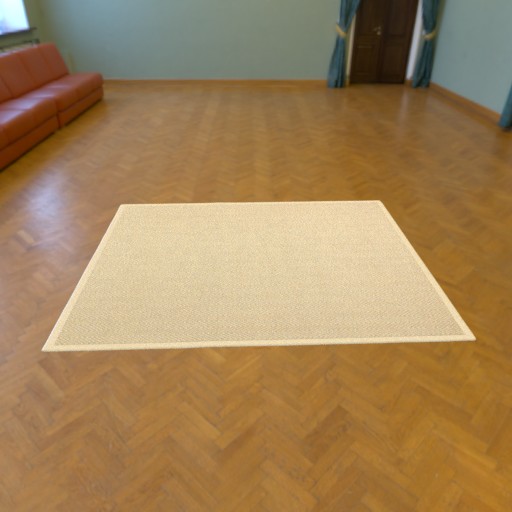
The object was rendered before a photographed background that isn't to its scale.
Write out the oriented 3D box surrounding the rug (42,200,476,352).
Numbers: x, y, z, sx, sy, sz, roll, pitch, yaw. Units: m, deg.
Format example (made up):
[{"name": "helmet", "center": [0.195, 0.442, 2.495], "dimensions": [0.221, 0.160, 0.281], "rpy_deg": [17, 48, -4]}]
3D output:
[{"name": "rug", "center": [0.000, 0.000, 4.091], "dimensions": [3.009, 0.019, 2.423], "rpy_deg": [-1, 31, -2]}]
